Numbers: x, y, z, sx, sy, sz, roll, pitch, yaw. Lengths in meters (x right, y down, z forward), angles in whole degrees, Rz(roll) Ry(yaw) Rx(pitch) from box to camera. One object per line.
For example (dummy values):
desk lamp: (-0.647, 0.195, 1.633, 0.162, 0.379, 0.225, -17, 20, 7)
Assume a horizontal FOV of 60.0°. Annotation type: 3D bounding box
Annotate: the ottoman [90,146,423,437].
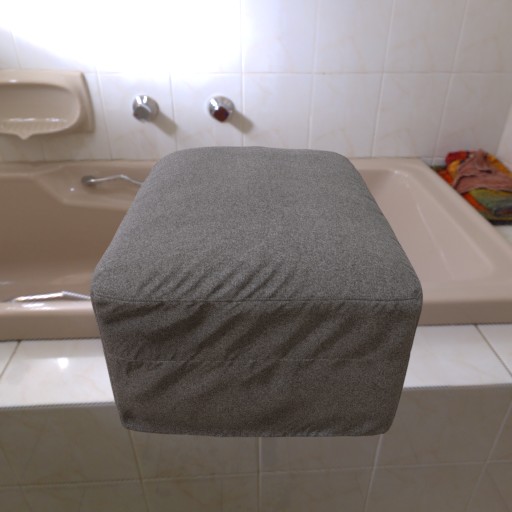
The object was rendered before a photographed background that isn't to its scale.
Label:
ottoman: (0.000, 0.000, 1.254, 0.683, 0.481, 0.837, 0, 32, 0)
